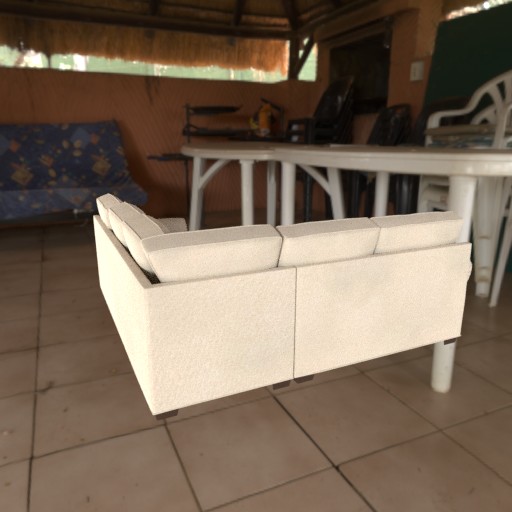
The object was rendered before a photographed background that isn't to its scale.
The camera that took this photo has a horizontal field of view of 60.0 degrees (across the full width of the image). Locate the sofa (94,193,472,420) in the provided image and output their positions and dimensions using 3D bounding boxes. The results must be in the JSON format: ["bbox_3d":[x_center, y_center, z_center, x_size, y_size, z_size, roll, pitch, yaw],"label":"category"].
[{"bbox_3d":[0.000,0.000,3.965,2.487,1.054,2.569,-7,16,-24],"label":"sofa"}]
